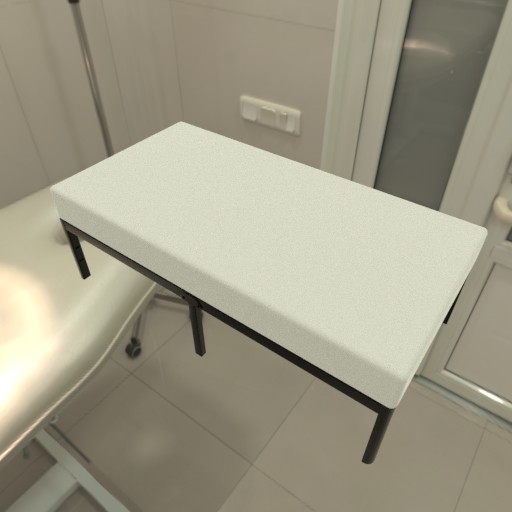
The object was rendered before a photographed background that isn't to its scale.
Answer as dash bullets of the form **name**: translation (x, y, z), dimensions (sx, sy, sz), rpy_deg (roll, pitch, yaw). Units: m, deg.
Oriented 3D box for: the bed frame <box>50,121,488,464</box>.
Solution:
- **bed frame**: translation (0.000, 0.000, 2.390), dimensions (1.950, 0.659, 1.023), rpy_deg (26, 48, 26)
